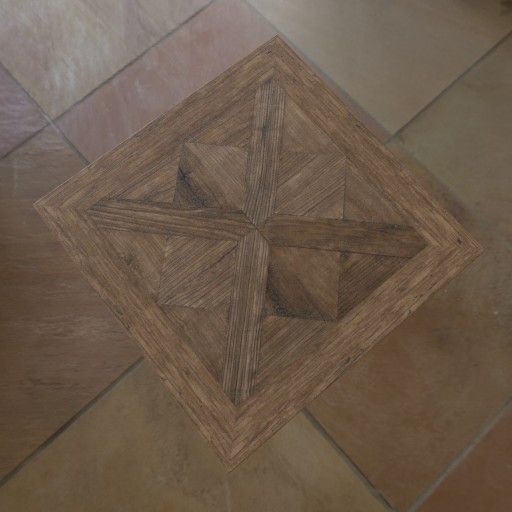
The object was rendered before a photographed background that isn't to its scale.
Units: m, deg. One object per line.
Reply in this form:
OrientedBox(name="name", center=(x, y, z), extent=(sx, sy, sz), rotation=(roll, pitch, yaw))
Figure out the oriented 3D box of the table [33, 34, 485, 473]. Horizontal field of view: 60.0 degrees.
OrientedBox(name="table", center=(0.000, 0.000, 1.220), extent=(0.700, 0.532, 0.700), rotation=(-38, 79, -8))
